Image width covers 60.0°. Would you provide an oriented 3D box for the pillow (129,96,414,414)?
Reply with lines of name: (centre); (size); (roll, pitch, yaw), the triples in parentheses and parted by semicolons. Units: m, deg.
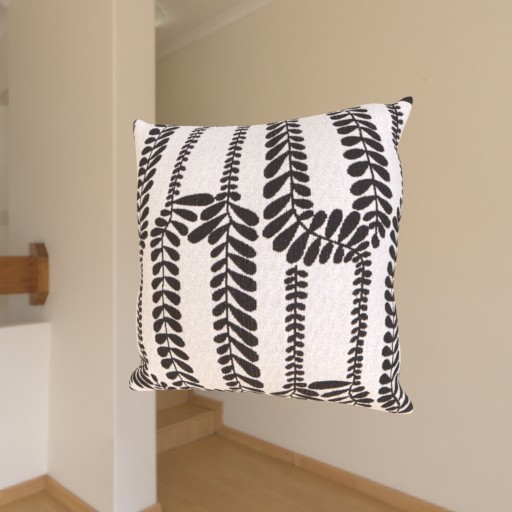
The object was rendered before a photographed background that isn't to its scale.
pillow: (0.000, 0.000, 0.655); (0.440, 0.441, 0.182); (0, 0, 17)
